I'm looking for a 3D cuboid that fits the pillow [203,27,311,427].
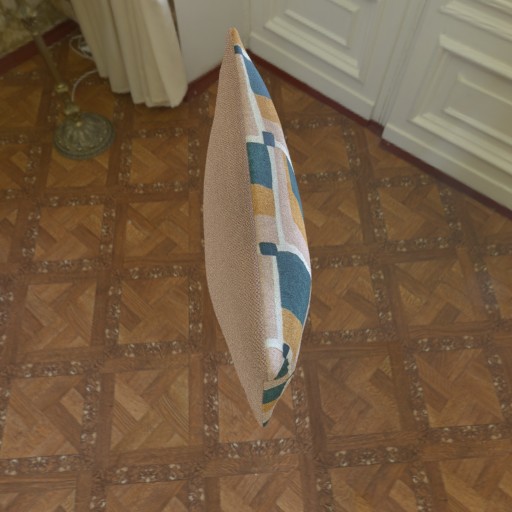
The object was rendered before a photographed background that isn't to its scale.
[{"bbox_3d":[0.000,0.000,0.718,0.158,0.479,0.478,-5,64,-2],"label":"pillow"}]
